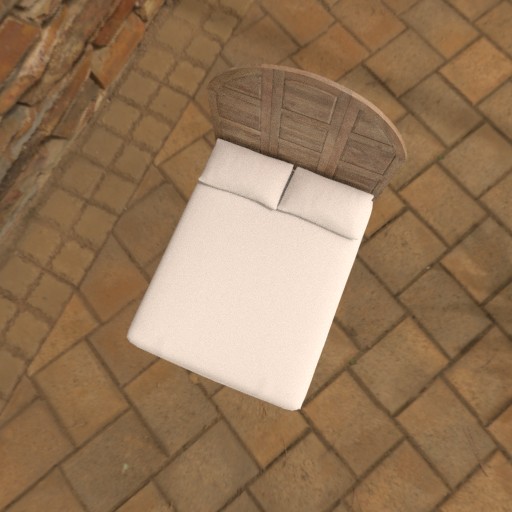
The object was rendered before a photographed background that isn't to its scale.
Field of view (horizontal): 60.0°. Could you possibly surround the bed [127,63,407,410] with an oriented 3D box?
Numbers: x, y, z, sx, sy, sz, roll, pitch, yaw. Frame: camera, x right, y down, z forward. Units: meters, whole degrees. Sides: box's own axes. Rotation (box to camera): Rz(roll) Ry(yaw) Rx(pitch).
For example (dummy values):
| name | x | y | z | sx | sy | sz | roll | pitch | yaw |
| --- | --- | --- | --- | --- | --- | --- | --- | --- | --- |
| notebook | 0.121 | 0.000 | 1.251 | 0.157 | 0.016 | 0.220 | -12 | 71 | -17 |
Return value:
| name | x | y | z | sx | sy | sz | roll | pitch | yaw |
| --- | --- | --- | --- | --- | --- | --- | --- | --- | --- |
| bed | 0.000 | 0.000 | 3.586 | 1.713 | 2.002 | 2.112 | 21 | 77 | 5 |
